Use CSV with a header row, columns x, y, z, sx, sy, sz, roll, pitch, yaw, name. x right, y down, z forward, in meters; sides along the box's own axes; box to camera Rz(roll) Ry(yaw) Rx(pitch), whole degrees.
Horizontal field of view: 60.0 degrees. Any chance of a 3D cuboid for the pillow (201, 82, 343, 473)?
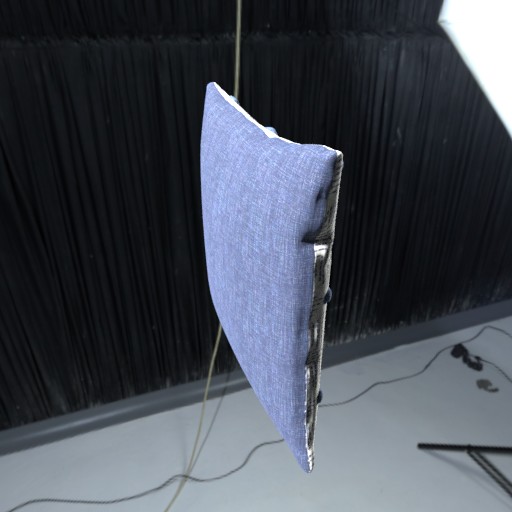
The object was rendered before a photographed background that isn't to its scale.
x,y,z,sx,sy,sz,roll,pitch,yaw,name
0.000,0.000,0.776,0.145,0.510,0.510,-10,31,-17,pillow
